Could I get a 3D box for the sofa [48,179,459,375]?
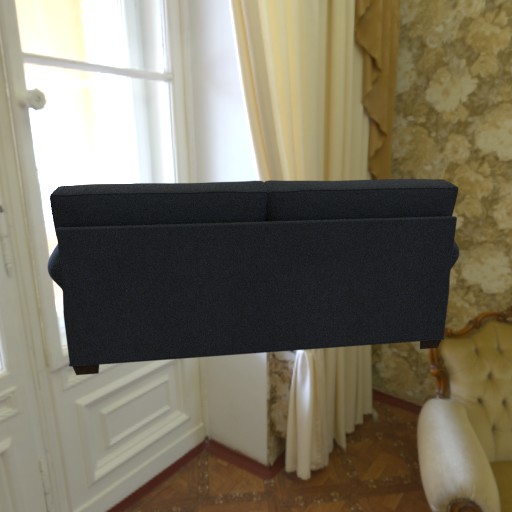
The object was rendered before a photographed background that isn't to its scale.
[{"bbox_3d":[0.000,0.000,2.877,2.391,1.026,0.954,-2,15,-8],"label":"sofa"}]
